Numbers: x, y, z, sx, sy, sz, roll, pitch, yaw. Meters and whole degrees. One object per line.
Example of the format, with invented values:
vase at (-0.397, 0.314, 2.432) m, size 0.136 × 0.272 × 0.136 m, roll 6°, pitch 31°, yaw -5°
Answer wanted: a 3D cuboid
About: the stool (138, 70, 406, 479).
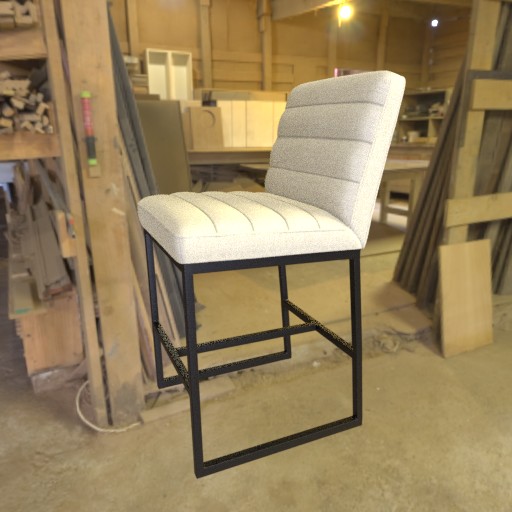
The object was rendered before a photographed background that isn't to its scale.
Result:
stool at (0.000, 0.000, 1.225) m, size 0.560 × 0.940 × 0.460 m, roll -7°, pitch 18°, yaw -23°
